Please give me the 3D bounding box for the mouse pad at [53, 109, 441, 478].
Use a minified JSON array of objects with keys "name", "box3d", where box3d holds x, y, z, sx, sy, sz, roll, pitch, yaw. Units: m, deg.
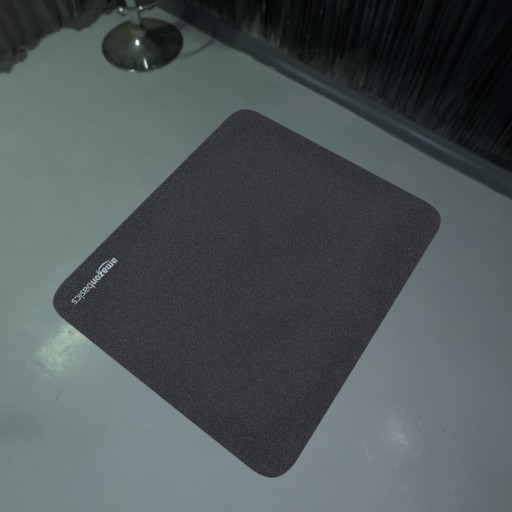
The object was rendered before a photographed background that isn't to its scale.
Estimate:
[{"name":"mouse pad","box3d":[0.000,0.000,0.441,0.269,0.002,0.315,33,67,15]}]
